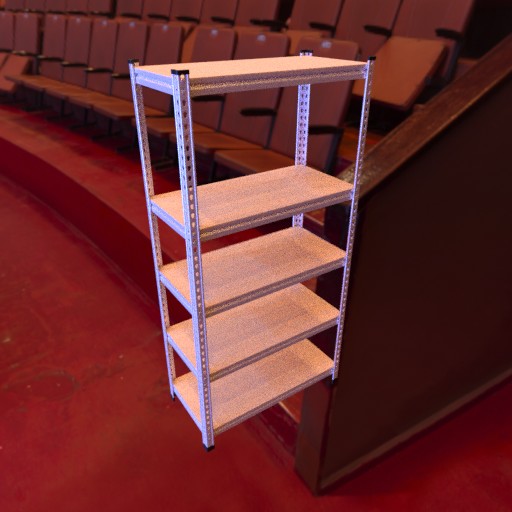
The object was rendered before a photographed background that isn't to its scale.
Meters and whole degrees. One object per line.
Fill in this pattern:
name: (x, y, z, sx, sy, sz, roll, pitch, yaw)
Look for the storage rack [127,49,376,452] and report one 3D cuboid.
storage rack: (0.000, 0.000, 2.232, 0.914, 1.829, 0.457, -18, 34, -29)
